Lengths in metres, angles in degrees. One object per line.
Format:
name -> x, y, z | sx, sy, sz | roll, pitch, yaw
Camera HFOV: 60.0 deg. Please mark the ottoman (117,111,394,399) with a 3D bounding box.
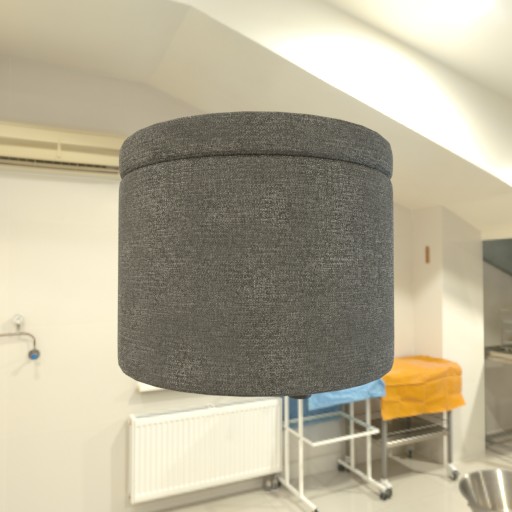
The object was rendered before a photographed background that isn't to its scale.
ottoman -> 0.000, 0.000, 0.842 | 0.500, 0.419, 0.500 | 0, -1, 0
